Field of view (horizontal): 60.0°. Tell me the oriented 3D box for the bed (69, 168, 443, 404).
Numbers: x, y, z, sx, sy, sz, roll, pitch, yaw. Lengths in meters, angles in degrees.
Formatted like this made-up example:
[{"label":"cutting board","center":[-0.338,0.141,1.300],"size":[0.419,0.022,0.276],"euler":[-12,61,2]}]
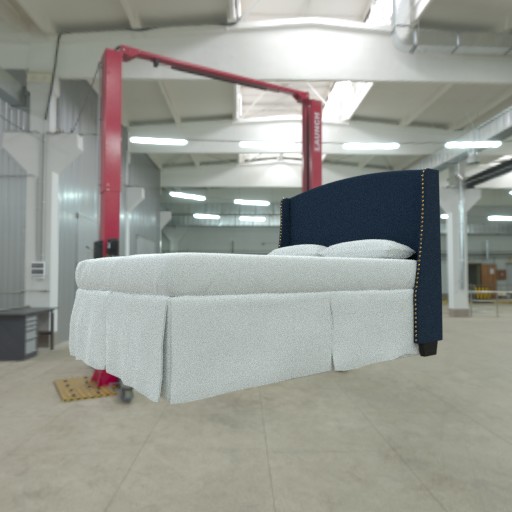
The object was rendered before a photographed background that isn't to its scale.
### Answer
[{"label":"bed","center":[0.000,0.000,3.196],"size":[2.223,1.402,1.604],"euler":[2,-3,-37]}]
